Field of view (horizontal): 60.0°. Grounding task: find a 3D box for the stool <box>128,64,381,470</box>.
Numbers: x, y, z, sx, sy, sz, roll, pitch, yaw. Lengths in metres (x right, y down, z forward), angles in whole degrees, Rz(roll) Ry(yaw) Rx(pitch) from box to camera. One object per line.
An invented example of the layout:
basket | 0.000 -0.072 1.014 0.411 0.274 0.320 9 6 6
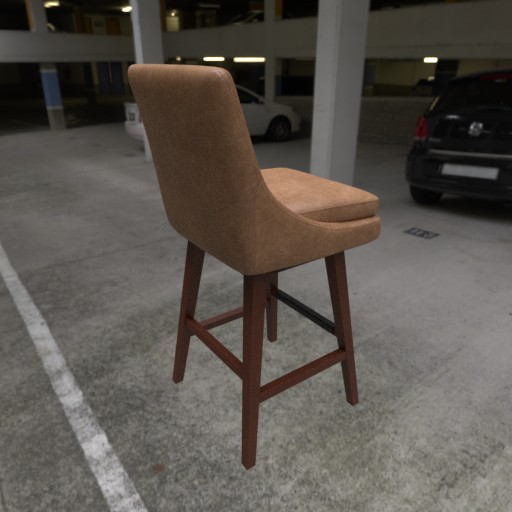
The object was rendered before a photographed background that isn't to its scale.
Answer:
stool | 0.000 0.000 1.354 0.572 1.079 0.487 -16 29 -32
